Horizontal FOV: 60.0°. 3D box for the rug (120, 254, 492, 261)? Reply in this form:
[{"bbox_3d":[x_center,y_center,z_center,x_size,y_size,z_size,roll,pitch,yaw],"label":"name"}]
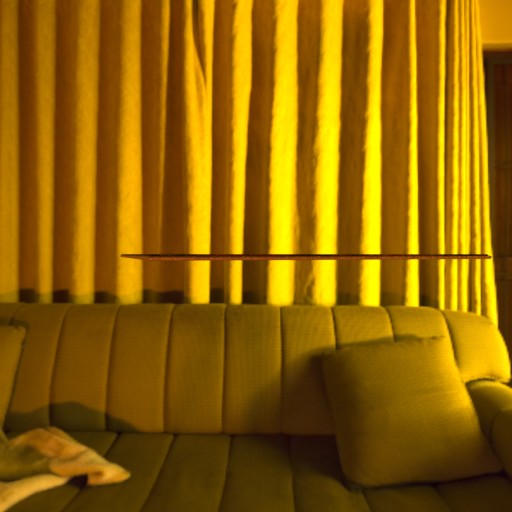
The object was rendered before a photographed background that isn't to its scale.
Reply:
[{"bbox_3d":[0.000,0.000,2.864,1.588,0.024,2.204,0,0,-19],"label":"rug"}]
